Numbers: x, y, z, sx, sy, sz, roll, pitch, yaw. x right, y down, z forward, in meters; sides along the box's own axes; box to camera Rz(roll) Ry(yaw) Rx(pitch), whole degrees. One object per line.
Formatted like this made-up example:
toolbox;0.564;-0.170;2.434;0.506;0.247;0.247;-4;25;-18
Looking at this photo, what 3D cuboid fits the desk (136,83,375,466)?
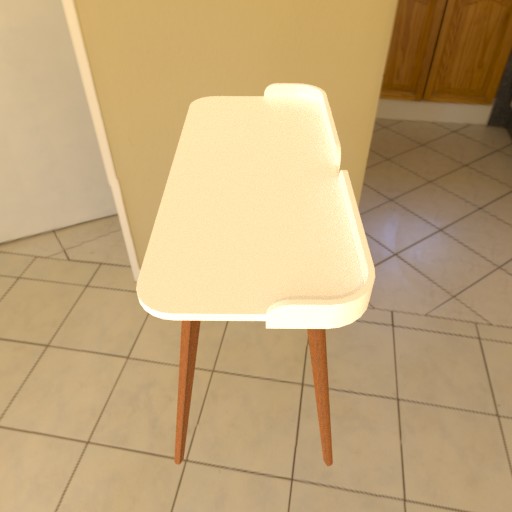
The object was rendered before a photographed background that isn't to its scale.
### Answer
desk;0.000;0.000;1.615;0.534;0.807;1.206;0;42;0
